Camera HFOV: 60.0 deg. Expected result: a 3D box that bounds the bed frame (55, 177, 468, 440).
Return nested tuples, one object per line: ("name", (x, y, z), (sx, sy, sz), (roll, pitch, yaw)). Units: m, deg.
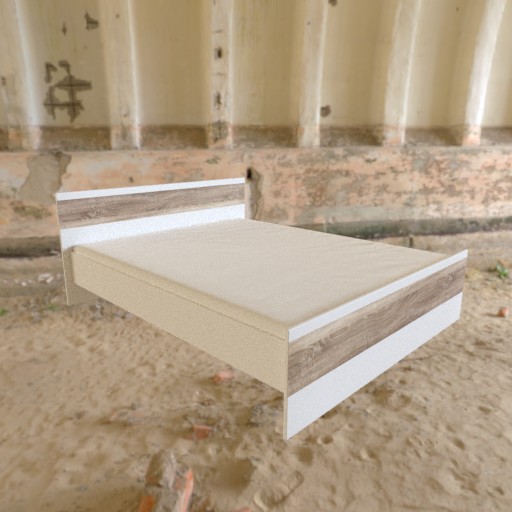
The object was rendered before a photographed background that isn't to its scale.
("bed frame", (0.000, 0.000, 2.929), (1.720, 0.800, 2.060), (-14, 21, -43))
